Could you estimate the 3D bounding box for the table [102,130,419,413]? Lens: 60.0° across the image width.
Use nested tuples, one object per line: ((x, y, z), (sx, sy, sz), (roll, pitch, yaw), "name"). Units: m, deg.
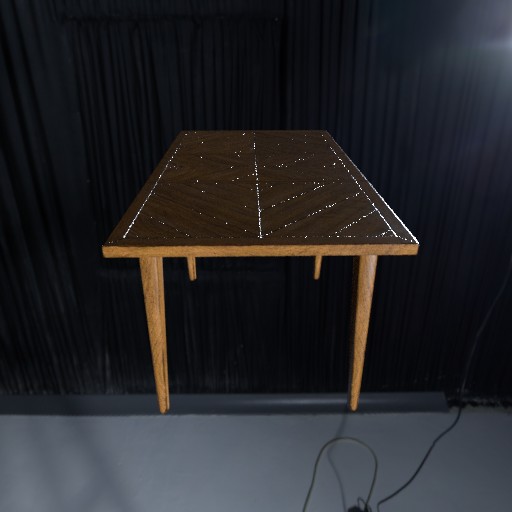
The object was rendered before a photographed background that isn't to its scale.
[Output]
((0.000, 0.000, 1.851), (0.757, 0.760, 1.400), (0, 27, -1), "table")
